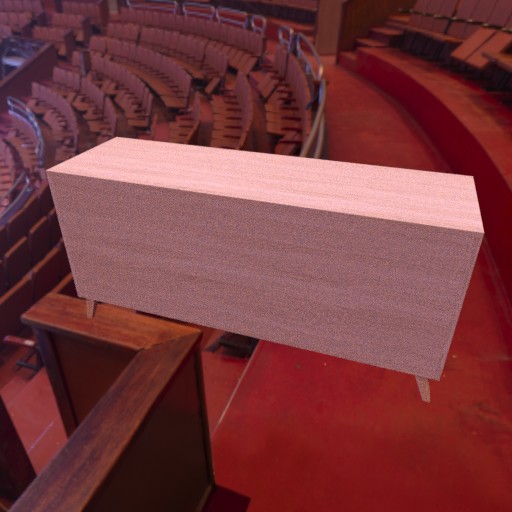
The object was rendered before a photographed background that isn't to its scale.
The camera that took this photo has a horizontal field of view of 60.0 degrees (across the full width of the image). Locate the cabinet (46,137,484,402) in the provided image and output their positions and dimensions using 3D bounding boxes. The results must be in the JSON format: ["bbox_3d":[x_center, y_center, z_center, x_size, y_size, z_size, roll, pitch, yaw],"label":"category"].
[{"bbox_3d":[0.000,0.000,1.989,1.649,0.780,0.500,10,33,16],"label":"cabinet"}]
